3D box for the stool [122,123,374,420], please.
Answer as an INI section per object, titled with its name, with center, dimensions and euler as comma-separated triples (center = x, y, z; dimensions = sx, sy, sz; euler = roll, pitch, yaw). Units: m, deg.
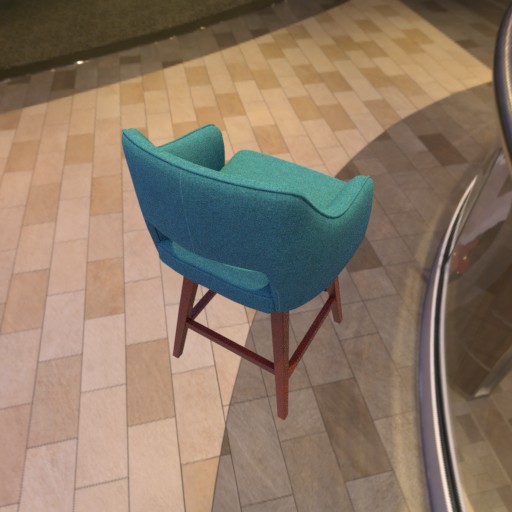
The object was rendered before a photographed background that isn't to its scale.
[stool]
center = 0.000, 0.000, 1.330
dimensions = 0.548, 0.961, 0.556
euler = 24, 51, 21
